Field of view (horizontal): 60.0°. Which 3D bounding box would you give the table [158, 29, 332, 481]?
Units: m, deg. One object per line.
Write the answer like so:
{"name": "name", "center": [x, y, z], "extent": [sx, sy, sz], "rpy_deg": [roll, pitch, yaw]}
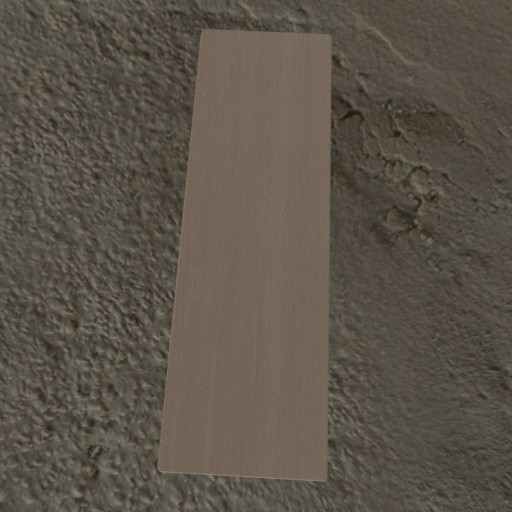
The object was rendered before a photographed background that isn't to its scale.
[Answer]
{"name": "table", "center": [0.000, 0.000, 1.703], "extent": [0.447, 0.750, 1.397], "rpy_deg": [3, 75, 1]}
